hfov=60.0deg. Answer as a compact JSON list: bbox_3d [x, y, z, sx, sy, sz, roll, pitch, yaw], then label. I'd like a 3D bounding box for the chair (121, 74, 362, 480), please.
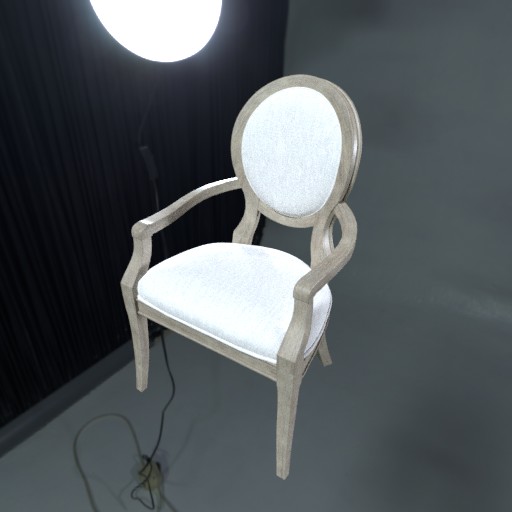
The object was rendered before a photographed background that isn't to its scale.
[{"bbox_3d":[0.000,0.000,1.377,0.611,0.991,0.602,19,35,29],"label":"chair"}]
